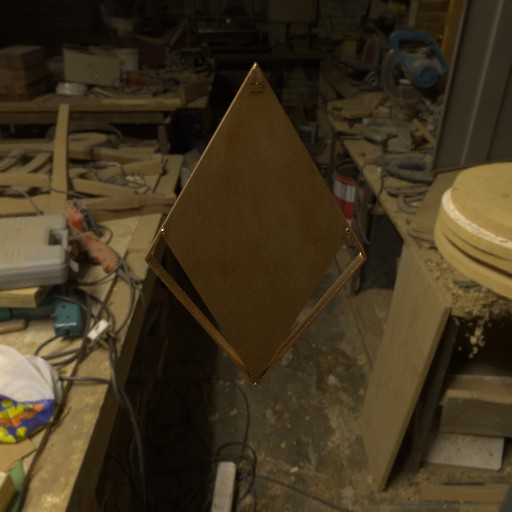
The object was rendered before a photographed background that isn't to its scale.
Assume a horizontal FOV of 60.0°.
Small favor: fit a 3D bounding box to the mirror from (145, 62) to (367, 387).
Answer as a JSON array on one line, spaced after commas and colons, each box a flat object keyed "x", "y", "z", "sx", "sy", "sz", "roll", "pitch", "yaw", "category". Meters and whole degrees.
[{"x": 0.000, "y": 0.000, "z": 0.845, "sx": 0.419, "sy": 0.679, "sz": 0.032, "roll": 0, "pitch": 31, "yaw": -1, "category": "mirror"}]
